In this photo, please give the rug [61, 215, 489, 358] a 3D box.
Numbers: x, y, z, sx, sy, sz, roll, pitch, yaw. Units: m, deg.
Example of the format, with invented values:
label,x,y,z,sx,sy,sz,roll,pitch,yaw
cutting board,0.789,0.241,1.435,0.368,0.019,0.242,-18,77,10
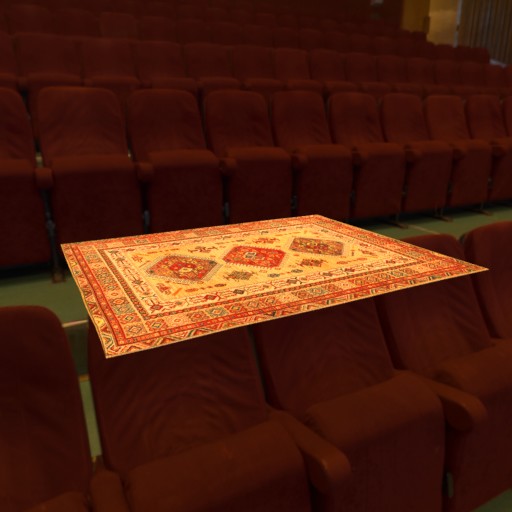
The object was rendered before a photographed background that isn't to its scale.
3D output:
label,x,y,z,sx,sy,sz,roll,pitch,yaw
rug,0.000,0.000,4.014,3.067,0.005,2.460,-9,19,-26
